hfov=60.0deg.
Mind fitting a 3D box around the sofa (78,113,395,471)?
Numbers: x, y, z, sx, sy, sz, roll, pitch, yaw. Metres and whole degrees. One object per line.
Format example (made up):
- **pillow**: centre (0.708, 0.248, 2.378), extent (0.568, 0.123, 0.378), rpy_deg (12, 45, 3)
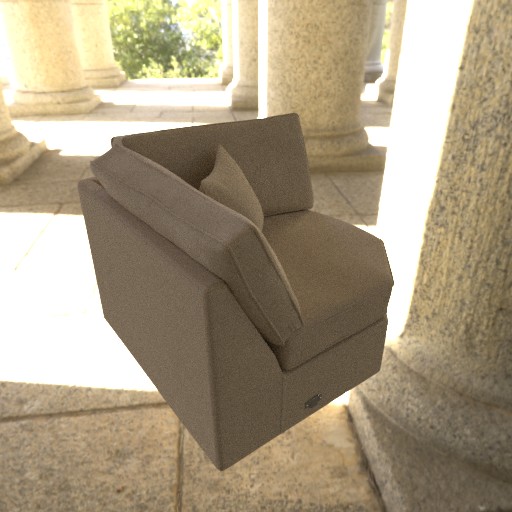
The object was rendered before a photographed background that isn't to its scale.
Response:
- **sofa**: centre (0.000, 0.000, 1.818), extent (1.042, 0.937, 1.050), rpy_deg (-19, 34, -31)
